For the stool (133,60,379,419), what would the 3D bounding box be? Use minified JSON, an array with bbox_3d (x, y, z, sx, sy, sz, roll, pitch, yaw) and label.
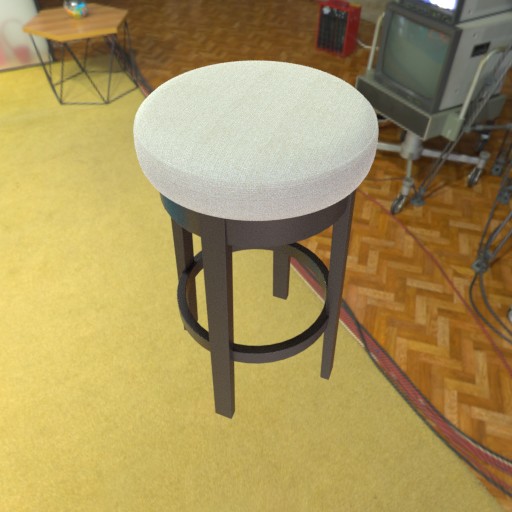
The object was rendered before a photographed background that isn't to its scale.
[{"bbox_3d":[0.000,0.000,1.020,0.446,0.758,0.446,0,45,0],"label":"stool"}]
